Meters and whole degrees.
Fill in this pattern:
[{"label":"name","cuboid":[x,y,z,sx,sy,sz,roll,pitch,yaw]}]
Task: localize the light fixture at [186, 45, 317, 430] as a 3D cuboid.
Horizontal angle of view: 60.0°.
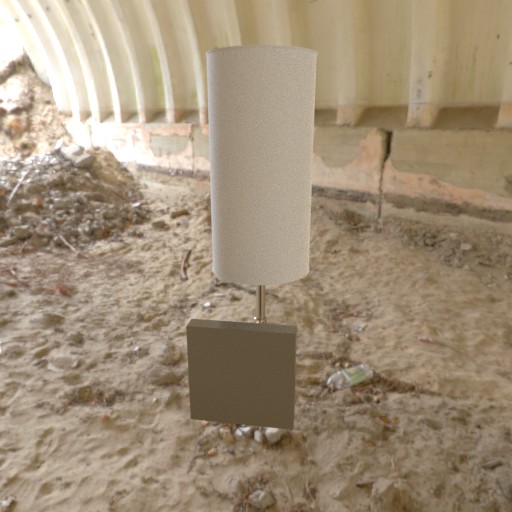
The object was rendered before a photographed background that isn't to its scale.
[{"label":"light fixture","cuboid":[0.000,0.000,0.539,0.128,0.462,0.208,3,17,9]}]
